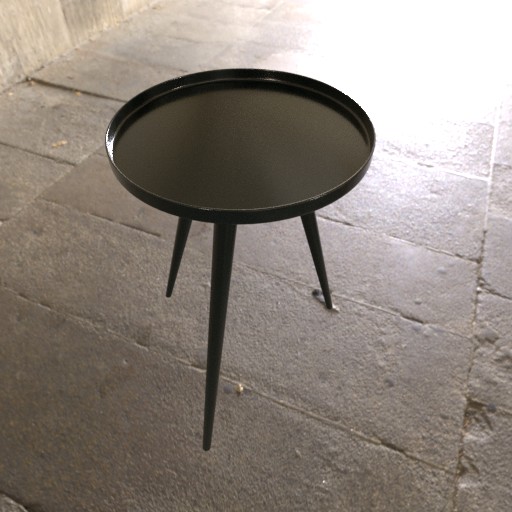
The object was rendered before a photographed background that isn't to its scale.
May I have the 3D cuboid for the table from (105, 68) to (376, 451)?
[{"bbox_3d":[0.000,0.000,0.820,0.415,0.548,0.403,-16,48,-15],"label":"table"}]
